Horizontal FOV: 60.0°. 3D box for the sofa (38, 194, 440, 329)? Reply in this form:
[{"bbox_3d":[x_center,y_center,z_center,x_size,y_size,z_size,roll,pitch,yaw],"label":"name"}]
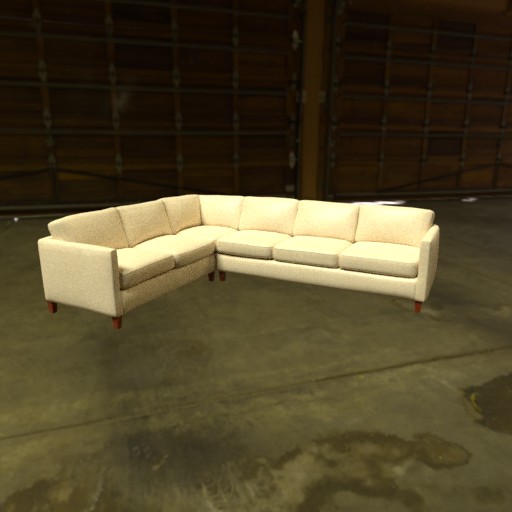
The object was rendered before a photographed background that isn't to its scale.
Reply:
[{"bbox_3d":[0.000,0.000,4.542,3.302,0.947,2.593,7,16,26],"label":"sofa"}]
